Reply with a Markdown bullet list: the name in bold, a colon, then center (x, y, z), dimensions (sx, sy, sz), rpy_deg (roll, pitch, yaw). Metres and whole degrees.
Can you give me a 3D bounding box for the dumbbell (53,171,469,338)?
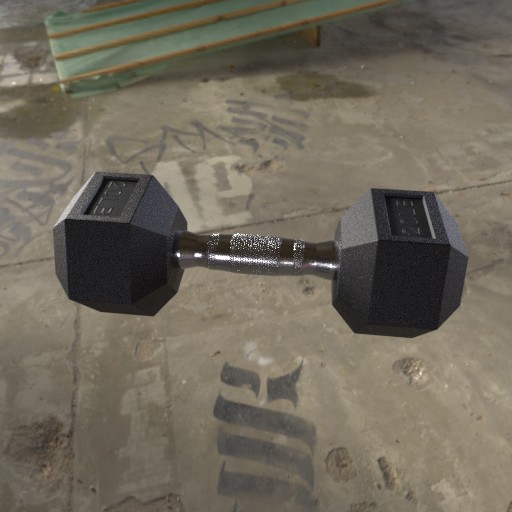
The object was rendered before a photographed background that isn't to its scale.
- **dumbbell**: center (0.000, 0.000, 0.349), dimensions (0.297, 0.101, 0.116), rpy_deg (4, 44, 4)
